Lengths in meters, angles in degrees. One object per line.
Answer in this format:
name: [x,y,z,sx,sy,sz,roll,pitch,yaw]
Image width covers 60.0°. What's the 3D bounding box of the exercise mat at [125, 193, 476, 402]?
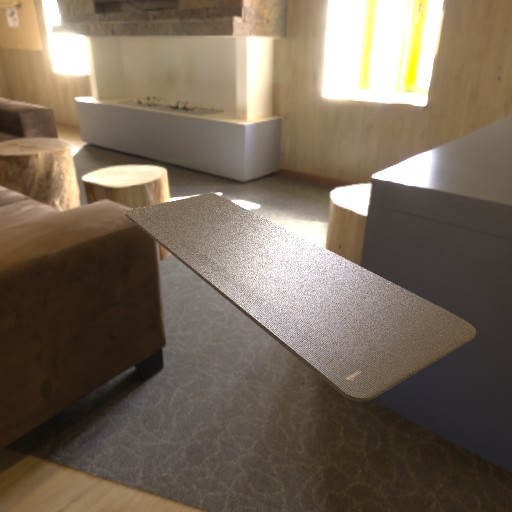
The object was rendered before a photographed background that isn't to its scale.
exercise mat: [0.000,0.000,2.082,0.616,0.021,1.884,-17,31,-31]
